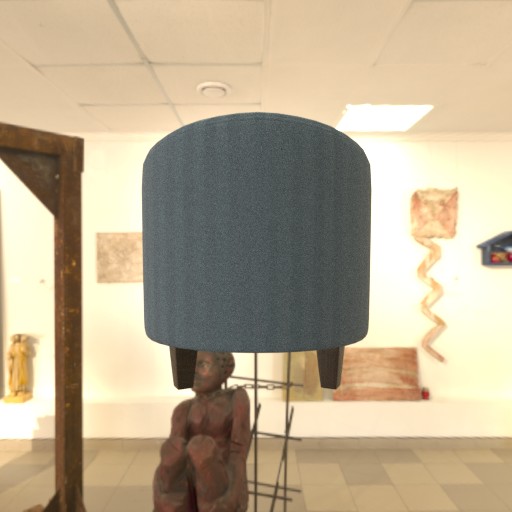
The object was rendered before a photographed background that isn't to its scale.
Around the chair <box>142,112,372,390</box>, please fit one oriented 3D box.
[{"bbox_3d":[0.000,0.000,1.772,0.756,0.757,1.288,0,1,0],"label":"chair"}]
